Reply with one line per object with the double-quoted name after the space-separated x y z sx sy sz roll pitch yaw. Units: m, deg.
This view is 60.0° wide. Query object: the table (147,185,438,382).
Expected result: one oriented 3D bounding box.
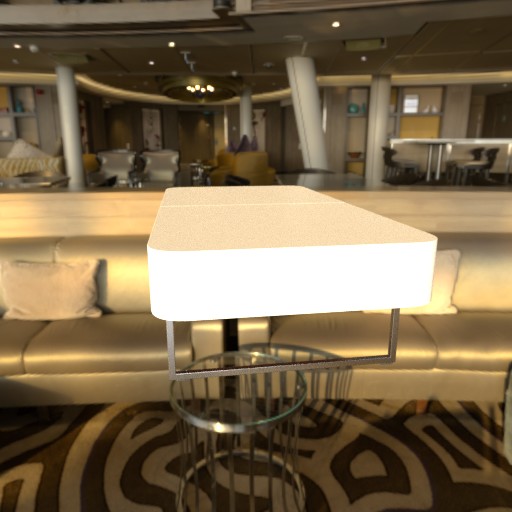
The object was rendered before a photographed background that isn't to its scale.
0.000 0.000 1.458 0.600 0.340 1.200 -2 15 -9 "table"
